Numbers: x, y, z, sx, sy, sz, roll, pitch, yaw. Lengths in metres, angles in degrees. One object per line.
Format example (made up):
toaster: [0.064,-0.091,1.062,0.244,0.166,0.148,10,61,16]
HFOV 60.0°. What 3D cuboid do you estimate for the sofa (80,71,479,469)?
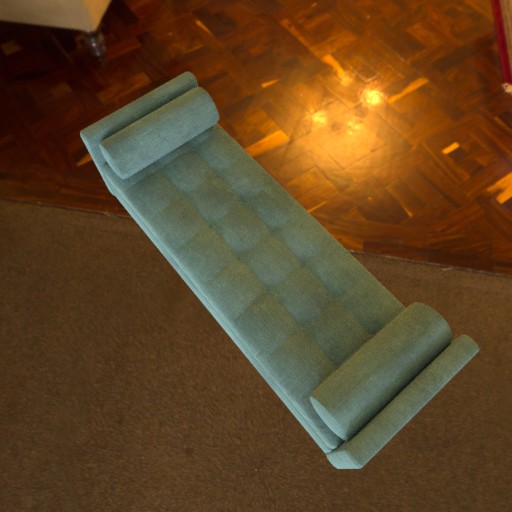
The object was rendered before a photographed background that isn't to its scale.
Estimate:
sofa: [0.000,0.000,2.252,0.686,0.635,1.981,-37,70,-16]
